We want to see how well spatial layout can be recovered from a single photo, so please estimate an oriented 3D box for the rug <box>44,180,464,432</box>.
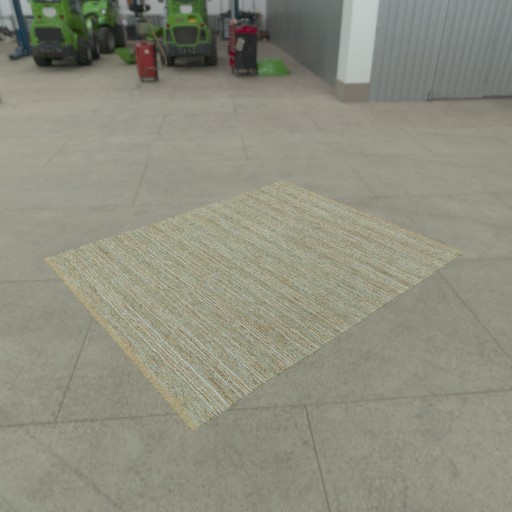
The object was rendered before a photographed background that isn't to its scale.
[{"bbox_3d":[0.000,0.000,4.112,3.034,0.012,2.471,-24,38,-34],"label":"rug"}]
